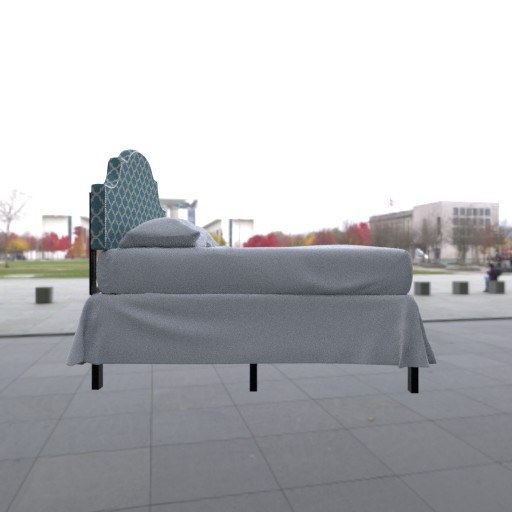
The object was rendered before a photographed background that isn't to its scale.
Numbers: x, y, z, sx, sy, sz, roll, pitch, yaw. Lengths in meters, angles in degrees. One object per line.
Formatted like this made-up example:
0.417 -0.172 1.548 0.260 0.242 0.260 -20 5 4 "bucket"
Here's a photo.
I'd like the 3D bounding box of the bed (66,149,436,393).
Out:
0.000 0.000 3.463 2.222 1.633 1.780 0 0 2 "bed"
